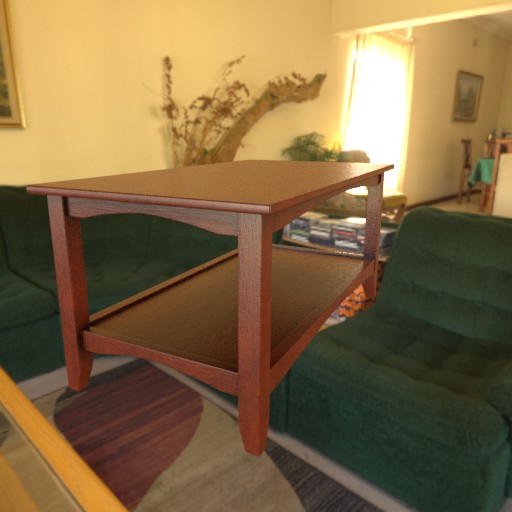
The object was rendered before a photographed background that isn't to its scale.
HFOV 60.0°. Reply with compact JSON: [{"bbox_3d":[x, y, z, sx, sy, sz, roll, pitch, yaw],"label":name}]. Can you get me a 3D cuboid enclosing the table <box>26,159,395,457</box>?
[{"bbox_3d":[0.000,0.000,1.217,0.533,0.456,0.943,8,18,26],"label":"table"}]
